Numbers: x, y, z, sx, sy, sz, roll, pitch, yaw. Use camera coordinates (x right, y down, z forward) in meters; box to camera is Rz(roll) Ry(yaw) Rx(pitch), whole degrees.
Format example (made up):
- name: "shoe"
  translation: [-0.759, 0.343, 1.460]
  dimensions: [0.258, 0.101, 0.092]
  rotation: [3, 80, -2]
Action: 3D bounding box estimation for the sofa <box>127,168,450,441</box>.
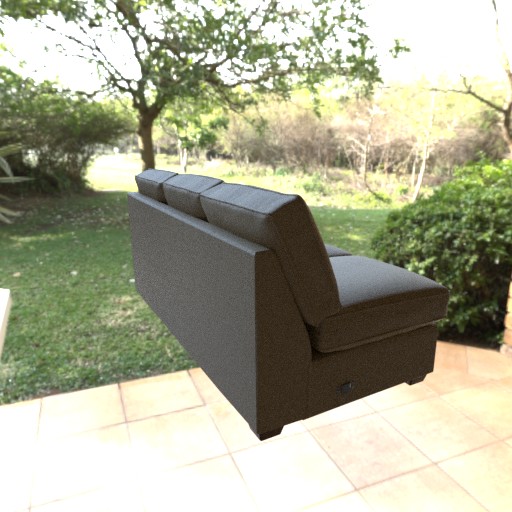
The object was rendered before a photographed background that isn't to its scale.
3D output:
- name: "sofa"
  translation: [0.000, 0.000, 2.601]
  dimensions: [1.027, 0.973, 1.962]
  rotation: [-8, 17, -27]
